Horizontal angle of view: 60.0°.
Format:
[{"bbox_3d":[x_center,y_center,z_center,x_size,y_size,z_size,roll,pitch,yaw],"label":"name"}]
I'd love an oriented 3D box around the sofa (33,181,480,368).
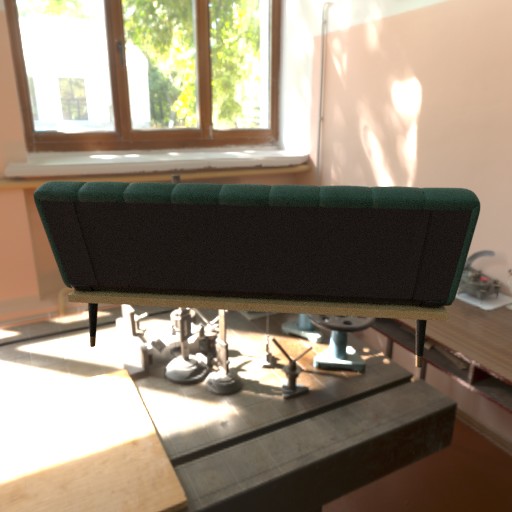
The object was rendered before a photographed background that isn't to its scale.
[{"bbox_3d":[0.000,0.000,2.259,1.810,0.820,0.830,2,17,7],"label":"sofa"}]
